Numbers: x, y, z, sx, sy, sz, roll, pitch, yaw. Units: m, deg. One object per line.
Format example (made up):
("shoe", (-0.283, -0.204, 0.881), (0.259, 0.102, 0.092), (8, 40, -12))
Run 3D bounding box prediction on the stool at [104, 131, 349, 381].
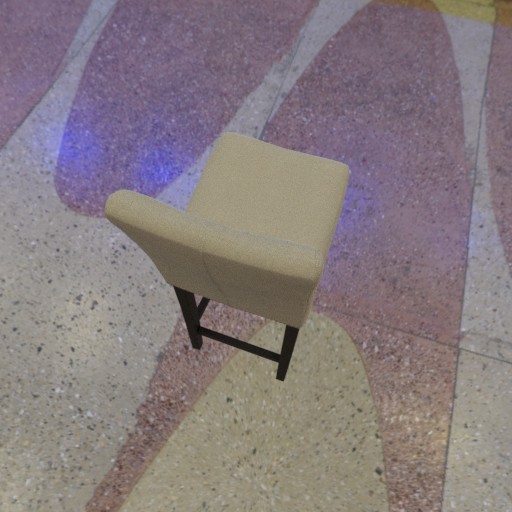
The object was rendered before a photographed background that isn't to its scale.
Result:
("stool", (0.000, 0.000, 1.323), (0.411, 1.047, 0.548), (18, 64, 9))
